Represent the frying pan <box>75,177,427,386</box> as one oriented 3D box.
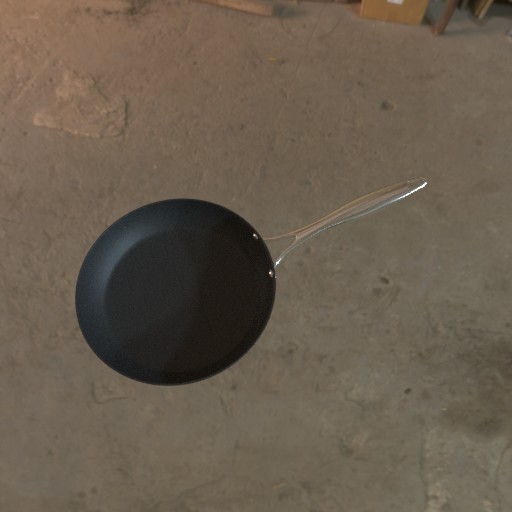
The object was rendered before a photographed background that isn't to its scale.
[{"bbox_3d":[0.000,0.000,0.581,0.472,0.105,0.255,-18,66,-9],"label":"frying pan"}]
